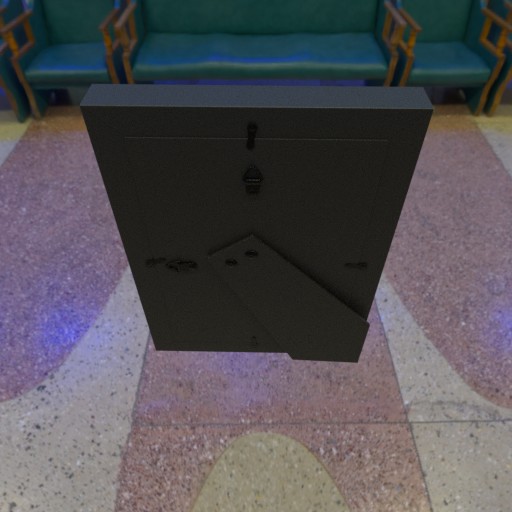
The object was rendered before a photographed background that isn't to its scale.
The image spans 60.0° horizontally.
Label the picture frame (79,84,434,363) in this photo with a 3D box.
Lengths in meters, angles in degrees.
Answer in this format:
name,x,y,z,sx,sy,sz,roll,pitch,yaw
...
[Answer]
name,x,y,z,sx,sy,sz,roll,pitch,yaw
picture frame,0.000,0.000,0.277,0.157,0.208,0.028,1,47,1
